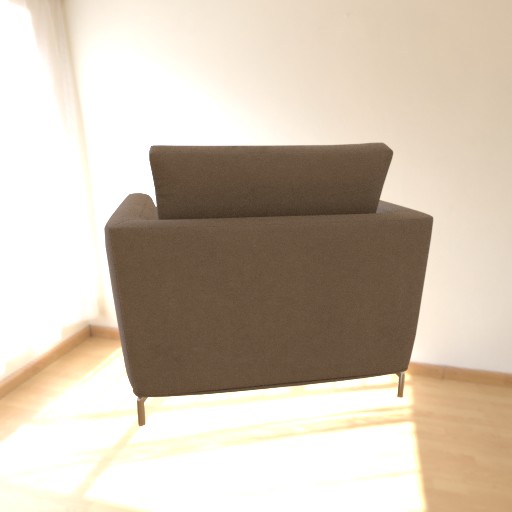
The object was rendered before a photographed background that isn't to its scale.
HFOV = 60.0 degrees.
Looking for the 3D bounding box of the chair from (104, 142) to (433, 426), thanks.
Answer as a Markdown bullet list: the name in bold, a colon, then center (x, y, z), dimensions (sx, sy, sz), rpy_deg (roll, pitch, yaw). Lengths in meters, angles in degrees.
- **chair**: center (0.000, 0.000, 1.738), dimensions (1.041, 0.864, 0.889), rpy_deg (-3, 15, -10)
